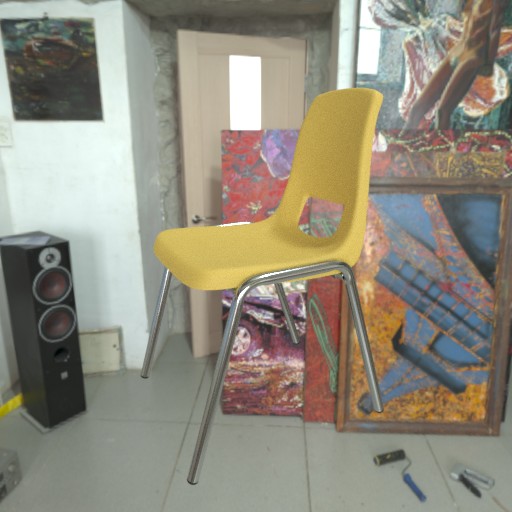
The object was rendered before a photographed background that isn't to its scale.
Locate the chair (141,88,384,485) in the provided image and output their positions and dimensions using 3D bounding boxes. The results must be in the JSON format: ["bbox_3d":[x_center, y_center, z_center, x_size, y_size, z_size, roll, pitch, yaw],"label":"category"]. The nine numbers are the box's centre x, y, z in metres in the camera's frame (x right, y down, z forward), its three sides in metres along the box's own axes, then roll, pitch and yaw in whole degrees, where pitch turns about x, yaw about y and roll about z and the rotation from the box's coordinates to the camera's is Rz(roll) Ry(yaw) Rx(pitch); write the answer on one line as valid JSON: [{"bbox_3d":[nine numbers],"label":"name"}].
[{"bbox_3d":[0.000,0.000,0.903,0.436,0.653,0.381,-8,19,-25],"label":"chair"}]
